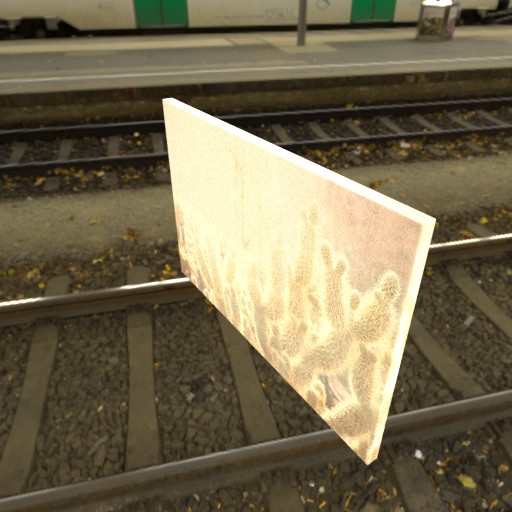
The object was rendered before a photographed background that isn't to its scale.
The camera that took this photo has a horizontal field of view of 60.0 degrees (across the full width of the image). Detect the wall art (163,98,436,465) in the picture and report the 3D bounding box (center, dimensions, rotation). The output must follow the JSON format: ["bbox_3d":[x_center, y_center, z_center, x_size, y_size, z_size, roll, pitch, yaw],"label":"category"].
[{"bbox_3d":[0.000,0.000,1.424,0.041,0.758,1.142,-20,38,-28],"label":"wall art"}]
